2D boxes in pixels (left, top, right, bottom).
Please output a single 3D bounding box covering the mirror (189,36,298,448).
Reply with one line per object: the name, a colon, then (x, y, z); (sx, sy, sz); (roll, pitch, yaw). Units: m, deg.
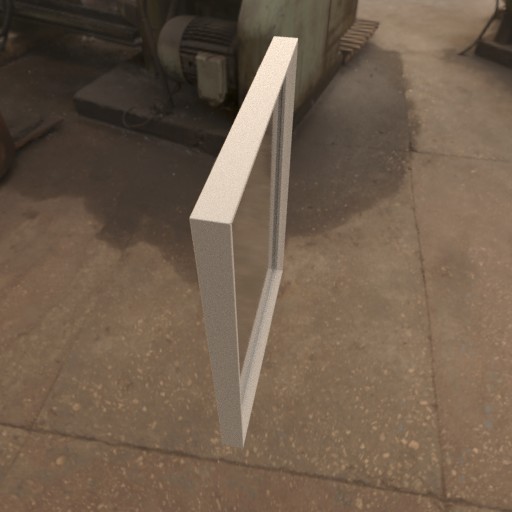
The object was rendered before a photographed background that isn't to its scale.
mirror: (0.000, 0.000, 0.694); (0.041, 0.509, 0.406); (9, 47, 8)
